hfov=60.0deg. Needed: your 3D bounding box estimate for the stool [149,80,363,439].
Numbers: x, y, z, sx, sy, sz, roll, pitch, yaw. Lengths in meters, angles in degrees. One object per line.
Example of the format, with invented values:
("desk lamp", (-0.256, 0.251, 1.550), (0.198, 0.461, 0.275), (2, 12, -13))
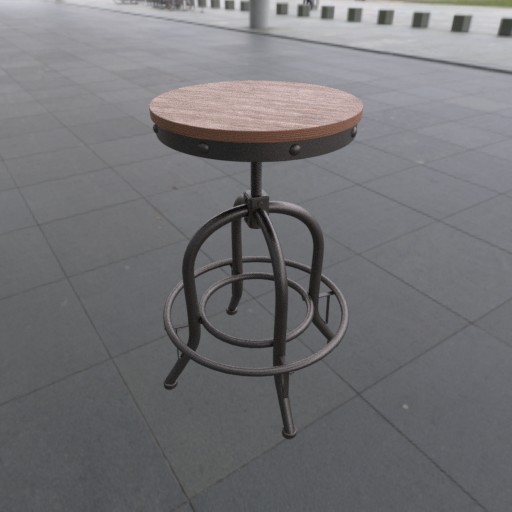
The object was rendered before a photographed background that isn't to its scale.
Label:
("stool", (0.000, 0.000, 0.898), (0.439, 0.609, 0.439), (-10, 33, -16))
